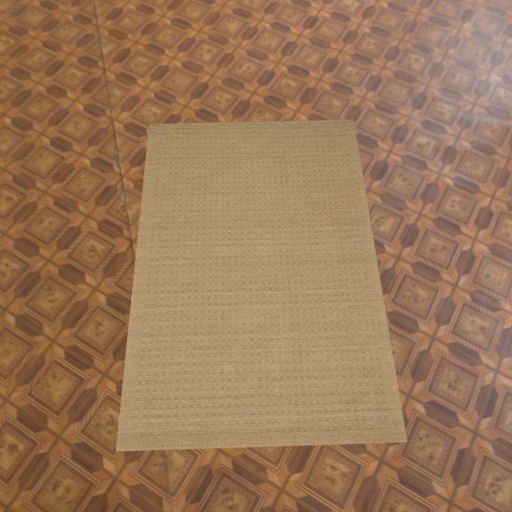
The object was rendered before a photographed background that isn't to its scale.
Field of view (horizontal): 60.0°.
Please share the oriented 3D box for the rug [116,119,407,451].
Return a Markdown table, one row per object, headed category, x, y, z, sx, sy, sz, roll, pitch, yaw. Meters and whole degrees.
| category | x | y | z | sx | sy | sz | roll | pitch | yaw |
| --- | --- | --- | --- | --- | --- | --- | --- | --- | --- |
| rug | 0.000 | 0.000 | 3.652 | 1.981 | 0.006 | 2.895 | -1 | 64 | -1 |
